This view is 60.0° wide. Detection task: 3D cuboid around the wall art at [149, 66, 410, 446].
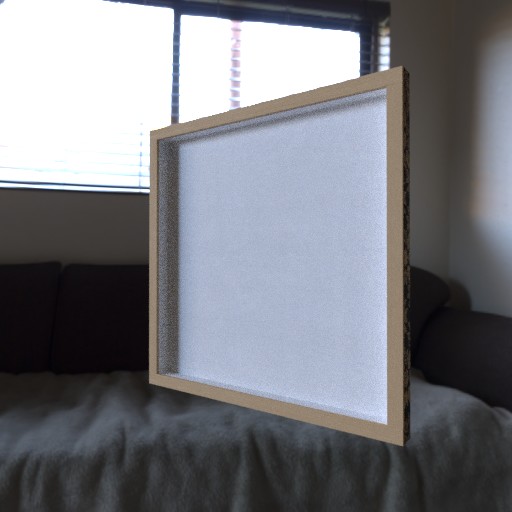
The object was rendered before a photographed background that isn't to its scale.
[{"bbox_3d":[0.000,0.000,0.906,0.612,0.612,0.038,0,0,36],"label":"wall art"}]
